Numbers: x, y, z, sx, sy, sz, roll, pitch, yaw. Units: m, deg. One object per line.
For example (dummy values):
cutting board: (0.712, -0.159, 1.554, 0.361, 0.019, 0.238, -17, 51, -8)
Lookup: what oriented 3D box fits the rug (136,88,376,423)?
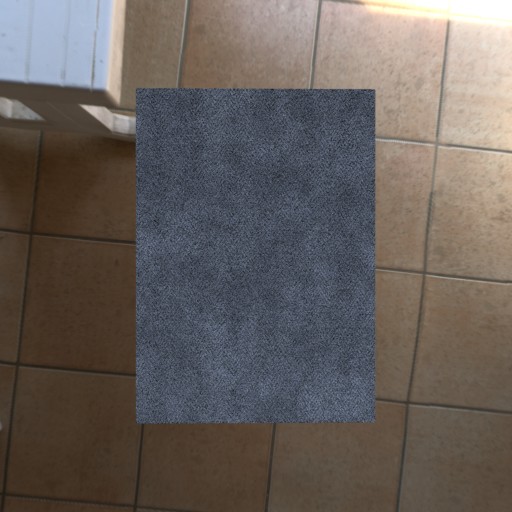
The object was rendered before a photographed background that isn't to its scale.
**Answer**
rug: (0.000, 0.000, 2.964, 1.600, 0.008, 2.235, 0, 90, -1)
